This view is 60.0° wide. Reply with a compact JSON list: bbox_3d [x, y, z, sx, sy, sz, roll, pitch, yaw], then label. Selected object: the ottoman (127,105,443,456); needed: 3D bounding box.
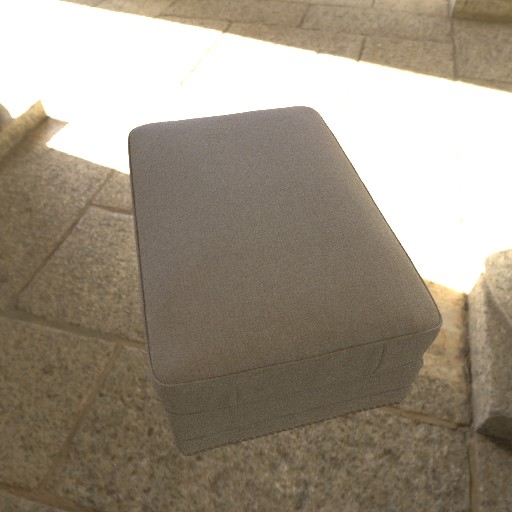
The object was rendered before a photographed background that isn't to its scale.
[{"bbox_3d":[0.000,0.000,1.137,0.559,0.458,0.813,-10,49,-9],"label":"ottoman"}]
